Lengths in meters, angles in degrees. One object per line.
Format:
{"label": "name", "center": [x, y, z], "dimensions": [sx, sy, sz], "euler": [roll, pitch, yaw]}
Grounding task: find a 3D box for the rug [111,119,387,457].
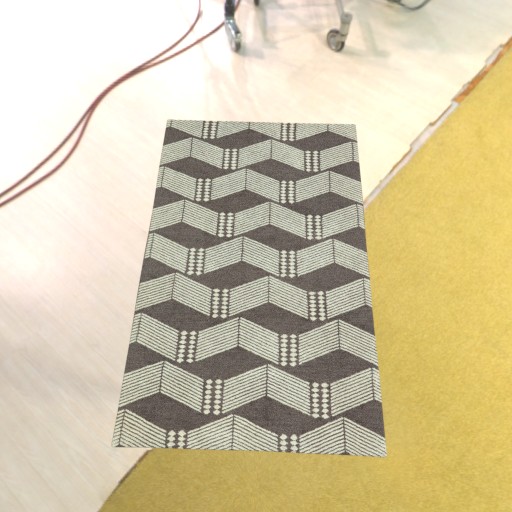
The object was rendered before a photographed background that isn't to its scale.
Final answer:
{"label": "rug", "center": [0.000, 0.000, 2.999], "dimensions": [1.517, 0.011, 2.435], "euler": [2, 62, 1]}
